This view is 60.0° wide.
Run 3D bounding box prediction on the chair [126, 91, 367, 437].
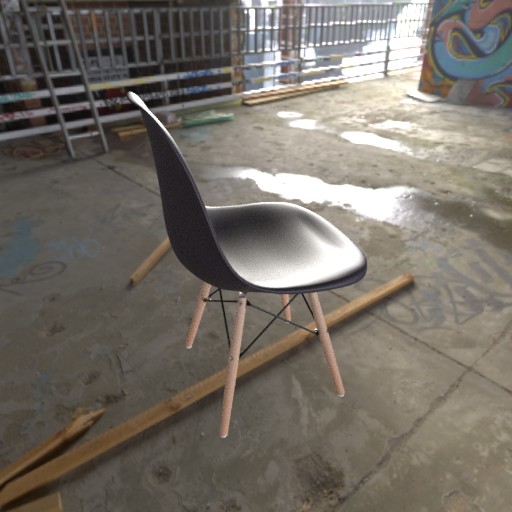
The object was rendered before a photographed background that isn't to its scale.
[{"bbox_3d":[0.000,0.000,1.151,0.533,0.825,0.470,-12,33,-19],"label":"chair"}]
